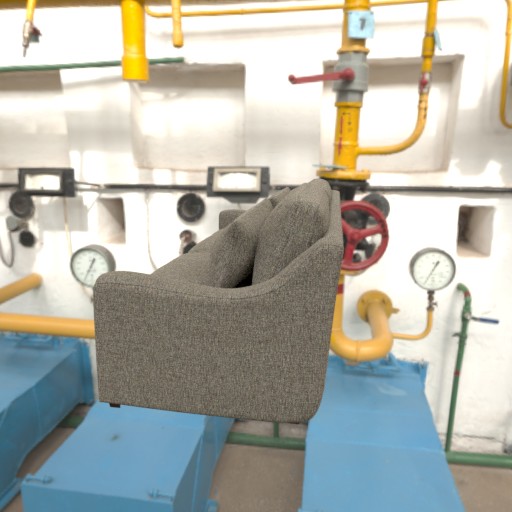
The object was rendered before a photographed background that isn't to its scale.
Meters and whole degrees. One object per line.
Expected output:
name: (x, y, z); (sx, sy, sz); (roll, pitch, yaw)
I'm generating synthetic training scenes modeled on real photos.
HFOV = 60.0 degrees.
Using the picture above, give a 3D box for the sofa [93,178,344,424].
sofa: (0.000, 0.000, 2.997); (1.103, 0.998, 2.418); (2, 14, 10)
